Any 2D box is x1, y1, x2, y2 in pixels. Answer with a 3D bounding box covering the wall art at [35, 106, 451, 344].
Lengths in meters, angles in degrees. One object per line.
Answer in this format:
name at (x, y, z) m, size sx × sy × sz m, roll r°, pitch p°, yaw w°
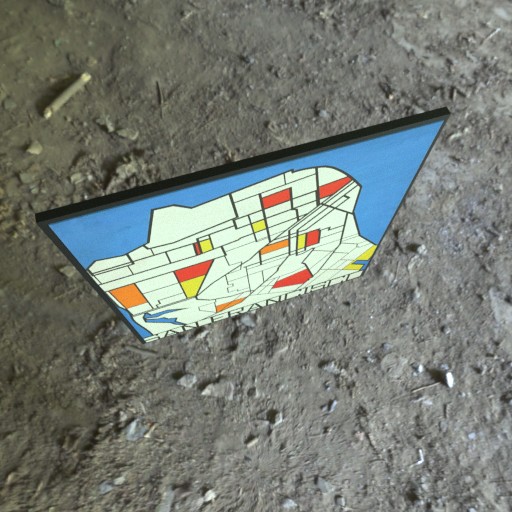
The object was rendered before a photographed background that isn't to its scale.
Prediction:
wall art at (0.000, 0.000, 0.674) m, size 0.458 × 0.457 × 0.013 m, roll -16°, pitch 65°, yaw -8°
